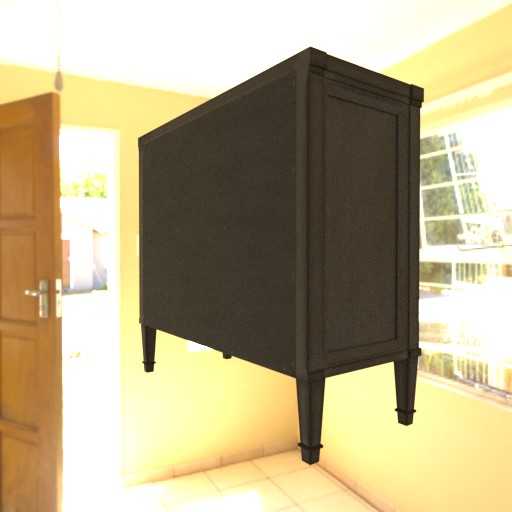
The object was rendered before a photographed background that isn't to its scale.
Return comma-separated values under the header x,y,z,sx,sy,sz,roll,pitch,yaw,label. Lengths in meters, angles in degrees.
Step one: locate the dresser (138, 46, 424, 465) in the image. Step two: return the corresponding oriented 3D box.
x,y,z,sx,sy,sz,roll,pitch,yaw,label
0.000,0.000,1.589,0.463,0.986,1.049,-1,1,-36,dresser
